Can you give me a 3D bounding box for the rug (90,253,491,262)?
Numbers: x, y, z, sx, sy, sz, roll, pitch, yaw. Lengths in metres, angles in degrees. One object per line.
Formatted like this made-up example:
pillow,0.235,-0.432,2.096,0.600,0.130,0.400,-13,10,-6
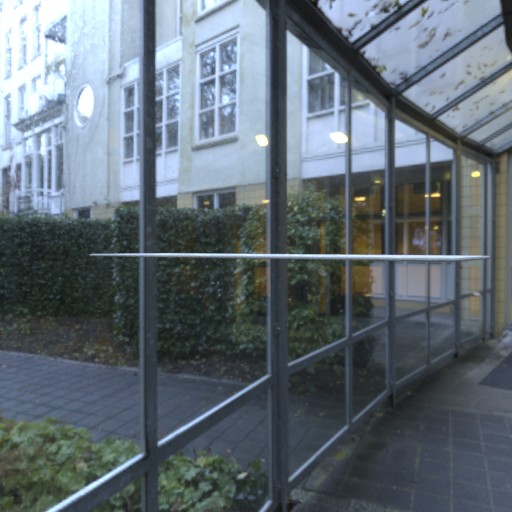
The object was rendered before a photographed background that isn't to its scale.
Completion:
rug,0.000,0.000,2.517,2.276,0.014,0.678,1,1,38
